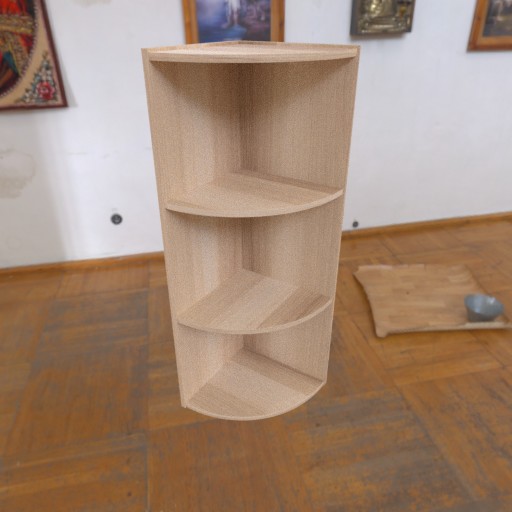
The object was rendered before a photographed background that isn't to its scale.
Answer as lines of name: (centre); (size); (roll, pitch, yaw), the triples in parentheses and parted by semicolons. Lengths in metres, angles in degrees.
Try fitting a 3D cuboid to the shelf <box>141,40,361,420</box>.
shelf: (0.000, 0.000, 1.019); (0.290, 0.872, 0.290); (17, 33, 29)
